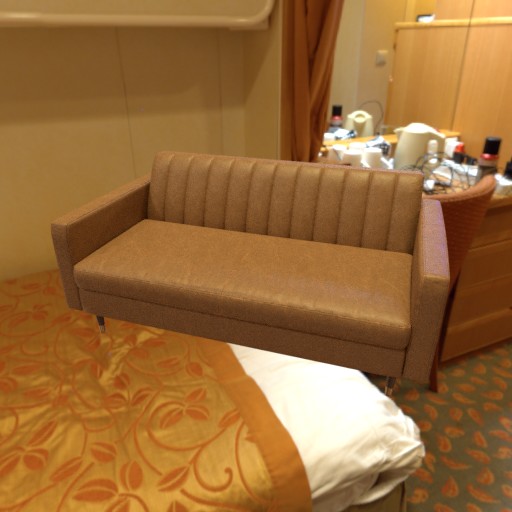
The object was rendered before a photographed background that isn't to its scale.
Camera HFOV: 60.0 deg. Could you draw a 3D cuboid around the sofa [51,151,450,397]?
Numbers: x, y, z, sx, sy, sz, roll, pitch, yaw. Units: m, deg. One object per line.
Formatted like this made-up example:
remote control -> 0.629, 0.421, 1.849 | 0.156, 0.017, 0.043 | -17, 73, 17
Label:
sofa -> 0.000, 0.000, 2.381 | 1.847, 0.821, 0.993 | 8, 27, 17
